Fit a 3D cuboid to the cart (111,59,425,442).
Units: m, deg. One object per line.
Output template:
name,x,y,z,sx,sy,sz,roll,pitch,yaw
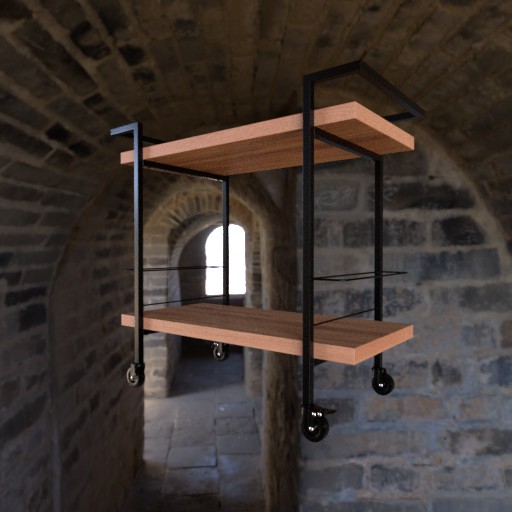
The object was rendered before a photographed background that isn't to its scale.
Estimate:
cart,0.000,0.000,1.251,0.806,0.762,0.406,1,1,38
